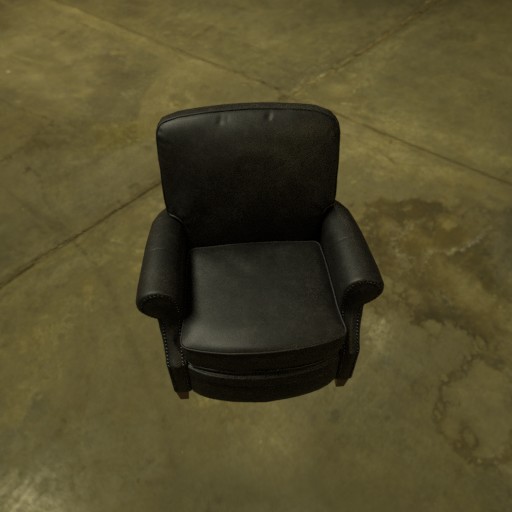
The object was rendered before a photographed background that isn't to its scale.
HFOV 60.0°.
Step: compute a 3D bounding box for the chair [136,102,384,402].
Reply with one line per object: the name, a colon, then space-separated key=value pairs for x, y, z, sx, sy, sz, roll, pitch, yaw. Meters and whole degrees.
chair: x=0.000 y=0.000 z=1.884 sx=0.936 sy=1.018 sz=0.986 roll=-4 pitch=48 yaw=-3
